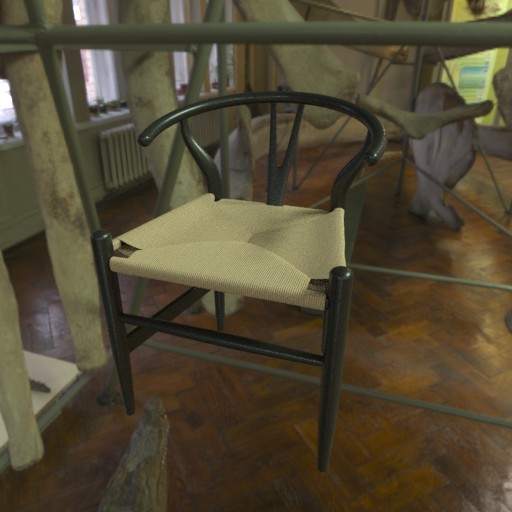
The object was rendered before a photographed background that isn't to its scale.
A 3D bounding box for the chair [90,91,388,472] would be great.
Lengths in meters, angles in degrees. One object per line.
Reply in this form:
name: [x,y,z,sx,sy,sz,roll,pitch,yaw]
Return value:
chair: [0.000,0.000,1.132,0.570,0.739,0.570,9,28,17]
